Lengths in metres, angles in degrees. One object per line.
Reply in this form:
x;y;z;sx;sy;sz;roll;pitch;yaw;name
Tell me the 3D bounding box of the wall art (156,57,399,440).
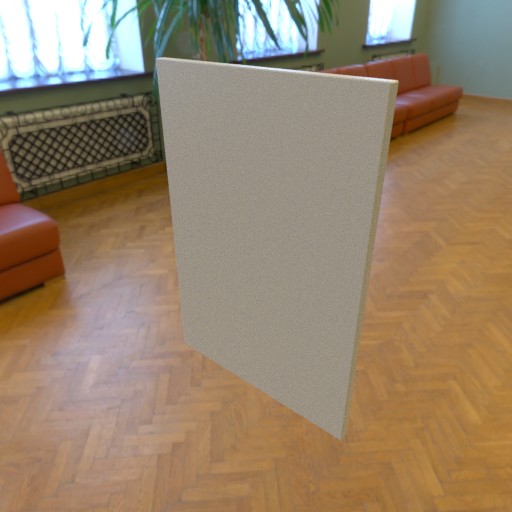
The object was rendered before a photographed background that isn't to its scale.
0.000;0.000;1.032;0.556;0.813;0.026;22;36;34;wall art
